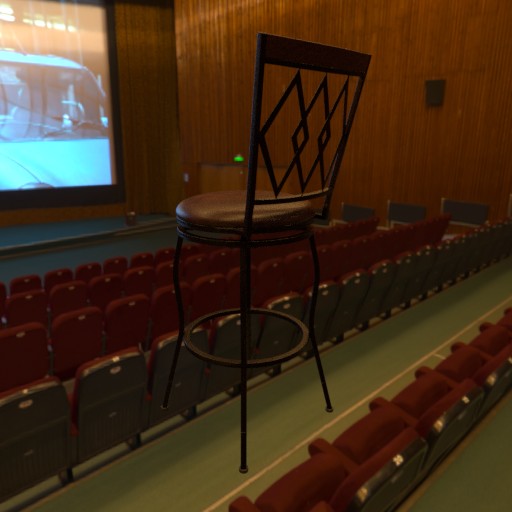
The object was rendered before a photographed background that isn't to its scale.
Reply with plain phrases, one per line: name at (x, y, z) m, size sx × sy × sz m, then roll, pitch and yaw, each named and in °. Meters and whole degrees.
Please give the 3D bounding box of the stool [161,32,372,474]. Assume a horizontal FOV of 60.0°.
stool at (0.000, 0.000, 1.358) m, size 0.432 × 1.134 × 0.521 m, roll -15°, pitch 22°, yaw -42°
